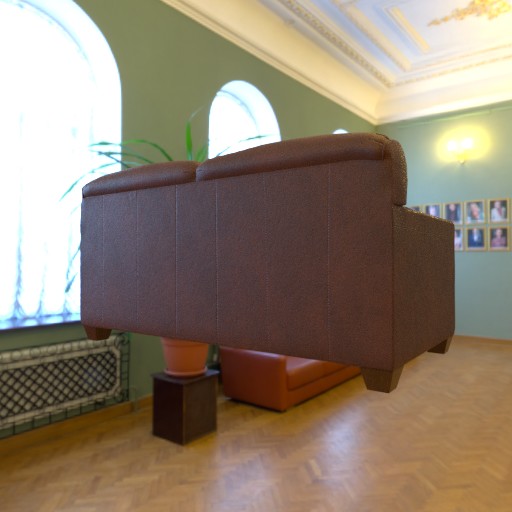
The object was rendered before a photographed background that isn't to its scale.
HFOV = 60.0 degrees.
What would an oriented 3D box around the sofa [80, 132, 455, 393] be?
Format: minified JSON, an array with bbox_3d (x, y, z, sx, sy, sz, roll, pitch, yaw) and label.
[{"bbox_3d":[0.000,0.000,2.418,1.856,0.966,1.000,0,-1,36],"label":"sofa"}]
